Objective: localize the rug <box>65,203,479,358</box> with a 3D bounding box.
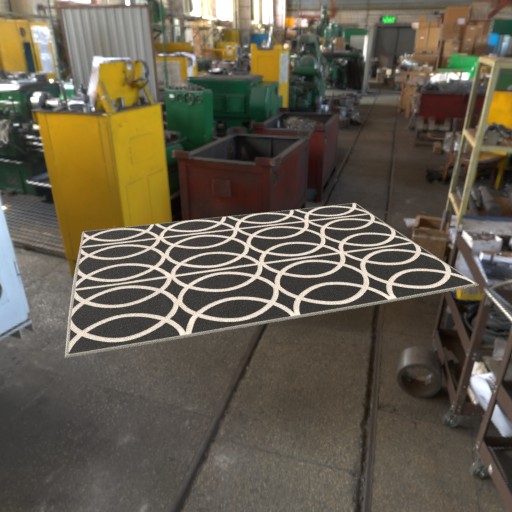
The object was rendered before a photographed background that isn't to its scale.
[{"bbox_3d":[0.000,0.000,2.964,2.294,0.014,1.528,-8,27,-15],"label":"rug"}]
